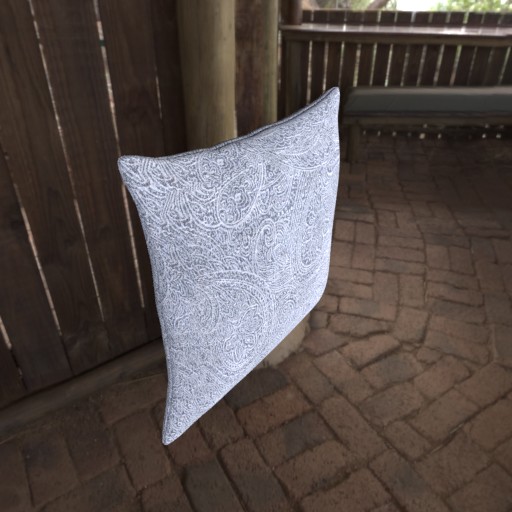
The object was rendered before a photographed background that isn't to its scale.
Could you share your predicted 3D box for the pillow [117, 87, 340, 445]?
[{"bbox_3d":[0.000,0.000,0.801,0.166,0.510,0.523,21,37,31],"label":"pillow"}]
